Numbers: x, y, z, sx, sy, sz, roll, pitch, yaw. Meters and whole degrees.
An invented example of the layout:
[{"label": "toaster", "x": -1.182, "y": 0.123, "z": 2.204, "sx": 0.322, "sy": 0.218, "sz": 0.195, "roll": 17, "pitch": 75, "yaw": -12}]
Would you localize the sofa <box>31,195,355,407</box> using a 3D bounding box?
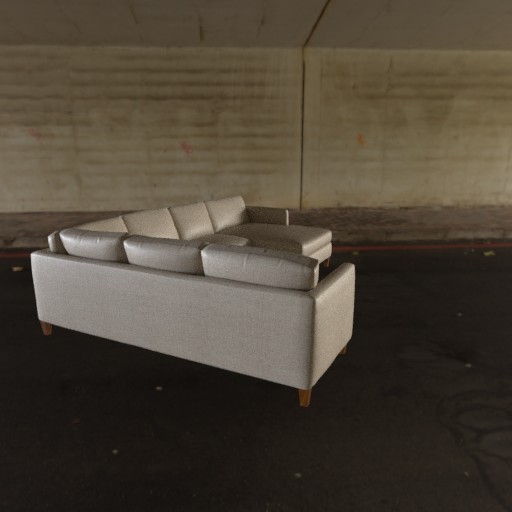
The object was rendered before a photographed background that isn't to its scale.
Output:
[{"label": "sofa", "x": 0.000, "y": 0.000, "z": 4.719, "sx": 2.594, "sy": 0.961, "sz": 3.460, "roll": 7, "pitch": 16, "yaw": 26}]
